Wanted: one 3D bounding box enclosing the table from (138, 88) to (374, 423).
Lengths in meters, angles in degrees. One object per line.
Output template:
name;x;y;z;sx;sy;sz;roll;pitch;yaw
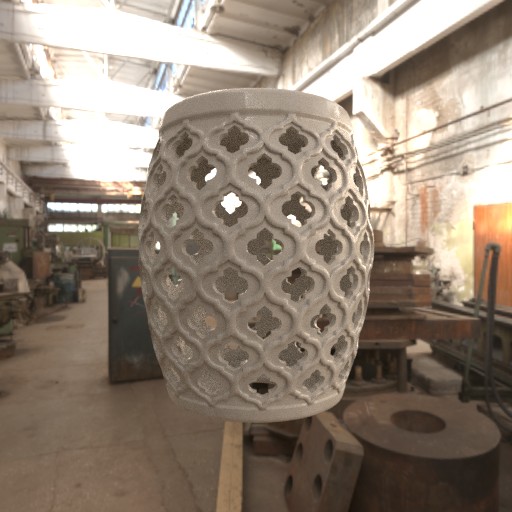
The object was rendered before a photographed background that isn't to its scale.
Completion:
table;0.000;0.000;0.632;0.325;0.388;0.325;0;0;0
